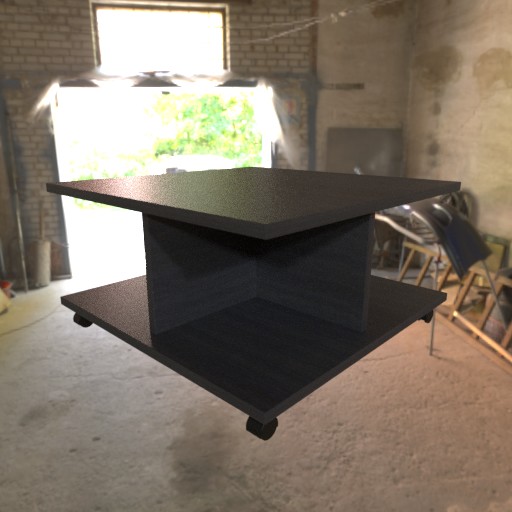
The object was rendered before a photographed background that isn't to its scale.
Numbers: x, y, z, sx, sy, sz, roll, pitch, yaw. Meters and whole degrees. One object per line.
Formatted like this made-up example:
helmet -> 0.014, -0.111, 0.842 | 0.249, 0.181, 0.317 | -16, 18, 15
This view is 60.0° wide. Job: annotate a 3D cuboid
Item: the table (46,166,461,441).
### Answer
table -> 0.000, 0.000, 1.201 | 0.762, 0.396, 0.762 | 14, 21, 41
